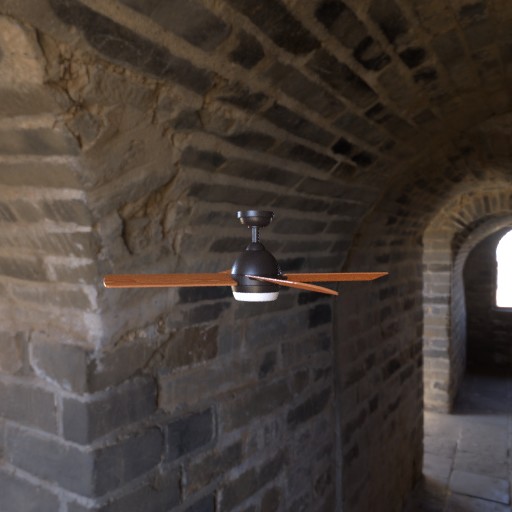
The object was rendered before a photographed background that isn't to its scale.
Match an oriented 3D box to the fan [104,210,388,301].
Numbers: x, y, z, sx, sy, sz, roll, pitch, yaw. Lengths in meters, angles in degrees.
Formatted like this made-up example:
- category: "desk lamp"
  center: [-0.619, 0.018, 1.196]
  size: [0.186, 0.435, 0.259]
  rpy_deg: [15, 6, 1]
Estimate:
- category: "fan"
  center: [0.000, 0.000, 2.049]
  size: [1.332, 0.403, 1.332]
  rpy_deg: [0, 0, -17]
